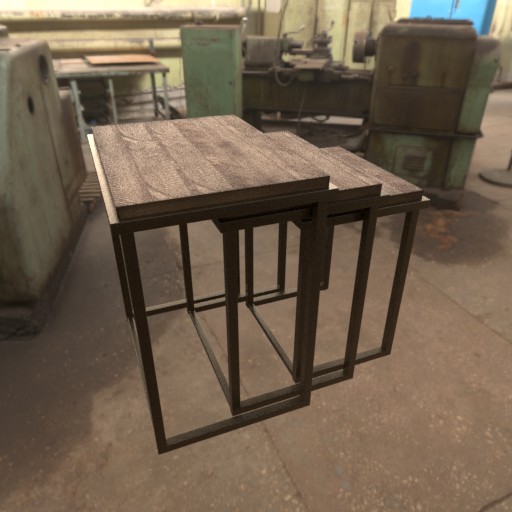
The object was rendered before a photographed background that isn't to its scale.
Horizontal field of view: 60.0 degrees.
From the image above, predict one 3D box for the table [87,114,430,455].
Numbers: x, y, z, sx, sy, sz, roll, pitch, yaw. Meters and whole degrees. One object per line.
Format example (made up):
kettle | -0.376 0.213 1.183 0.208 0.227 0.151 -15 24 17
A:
table | 0.000 0.000 1.163 0.706 0.610 0.559 -11 32 -19
